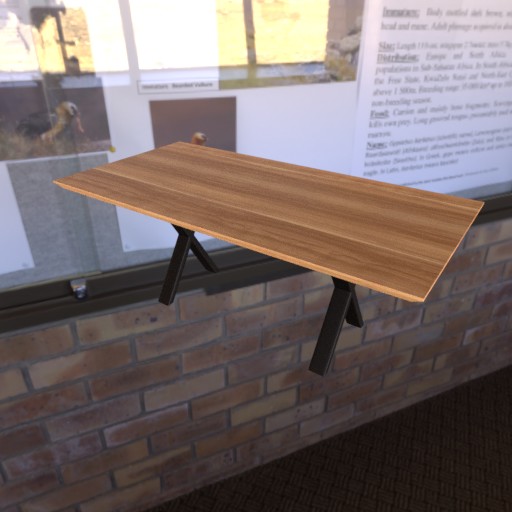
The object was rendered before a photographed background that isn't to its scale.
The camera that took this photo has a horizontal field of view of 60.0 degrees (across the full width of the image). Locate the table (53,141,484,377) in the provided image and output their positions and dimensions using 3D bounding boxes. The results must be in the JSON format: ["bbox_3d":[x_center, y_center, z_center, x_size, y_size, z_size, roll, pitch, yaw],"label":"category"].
[{"bbox_3d":[0.000,0.000,2.469,2.000,0.770,1.000,18,34,30],"label":"table"}]
